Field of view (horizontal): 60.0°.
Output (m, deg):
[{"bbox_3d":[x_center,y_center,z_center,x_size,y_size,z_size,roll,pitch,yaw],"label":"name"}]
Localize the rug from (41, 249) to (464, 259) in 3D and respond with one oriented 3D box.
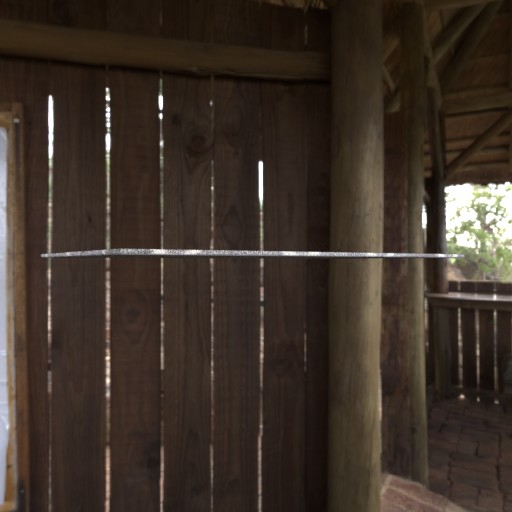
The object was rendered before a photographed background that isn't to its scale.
[{"bbox_3d":[0.000,0.000,3.376,2.701,0.026,1.801,0,-1,-35],"label":"rug"}]
